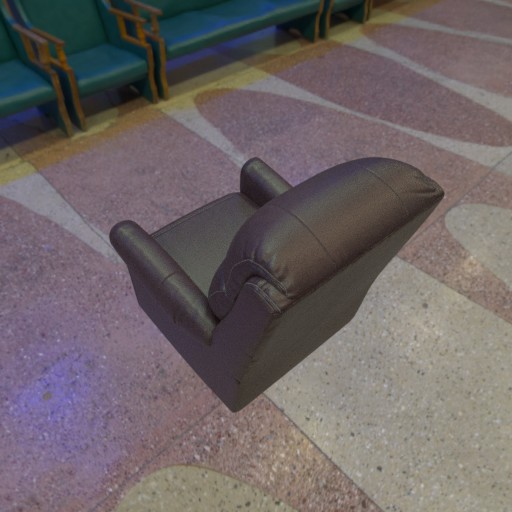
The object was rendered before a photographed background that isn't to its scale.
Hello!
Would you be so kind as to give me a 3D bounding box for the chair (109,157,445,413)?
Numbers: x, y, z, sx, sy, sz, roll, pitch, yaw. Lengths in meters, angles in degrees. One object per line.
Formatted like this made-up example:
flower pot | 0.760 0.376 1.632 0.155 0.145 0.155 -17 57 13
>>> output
chair | 0.000 0.000 1.812 0.838 1.054 1.014 -32 54 -27
